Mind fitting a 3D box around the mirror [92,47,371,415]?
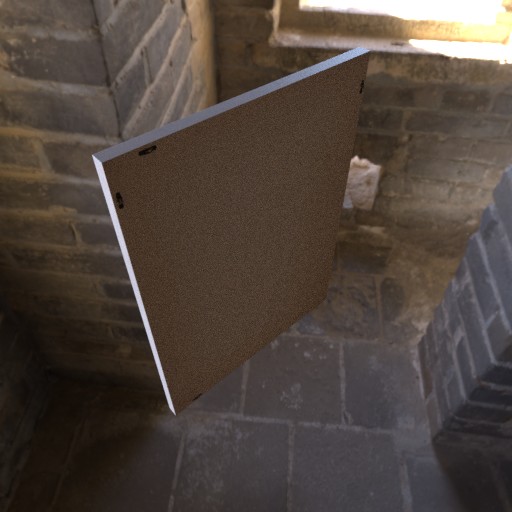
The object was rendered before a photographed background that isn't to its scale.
[{"bbox_3d":[0.000,0.000,1.334,0.762,1.016,0.041,-33,54,-28],"label":"mirror"}]
